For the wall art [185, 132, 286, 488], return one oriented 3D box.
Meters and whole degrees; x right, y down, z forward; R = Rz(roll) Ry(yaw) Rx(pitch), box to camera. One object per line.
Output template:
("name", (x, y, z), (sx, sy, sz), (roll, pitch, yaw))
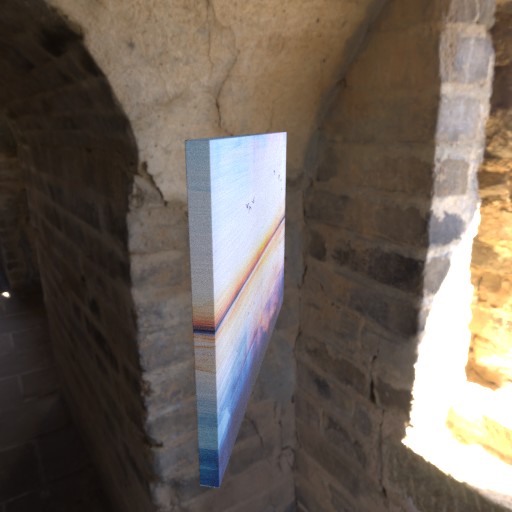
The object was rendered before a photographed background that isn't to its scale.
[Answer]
("wall art", (0.000, 0.000, 1.143), (0.037, 0.605, 0.911), (3, 17, 10))
